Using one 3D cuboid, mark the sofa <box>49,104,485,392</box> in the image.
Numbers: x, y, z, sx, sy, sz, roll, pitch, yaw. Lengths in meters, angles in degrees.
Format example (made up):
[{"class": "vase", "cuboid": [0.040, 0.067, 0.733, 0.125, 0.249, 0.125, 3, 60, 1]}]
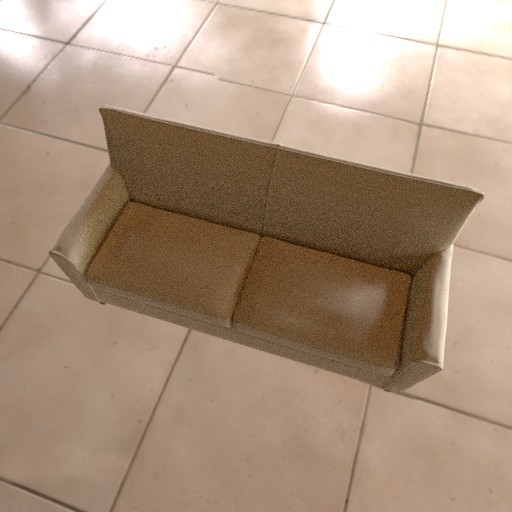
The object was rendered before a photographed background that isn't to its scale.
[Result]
[{"class": "sofa", "cuboid": [0.000, 0.000, 2.412, 2.001, 0.907, 0.841, 15, 60, 9]}]
